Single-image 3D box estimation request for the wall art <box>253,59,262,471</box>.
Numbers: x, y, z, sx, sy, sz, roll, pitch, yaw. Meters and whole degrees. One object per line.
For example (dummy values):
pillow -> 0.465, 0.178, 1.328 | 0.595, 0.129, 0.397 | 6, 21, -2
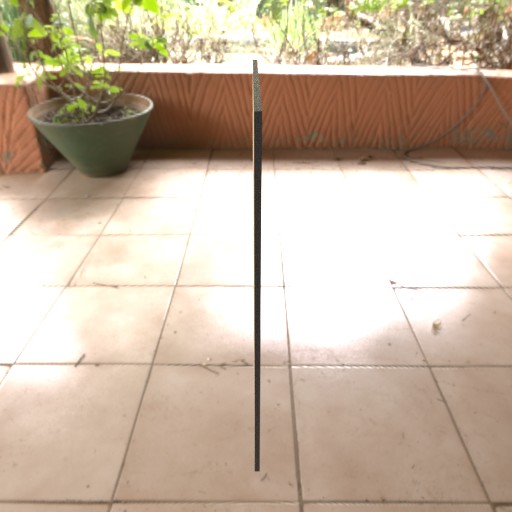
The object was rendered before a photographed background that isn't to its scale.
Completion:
wall art -> 0.000, 0.000, 1.480 | 0.016, 1.116, 0.810 | 0, 30, 0
